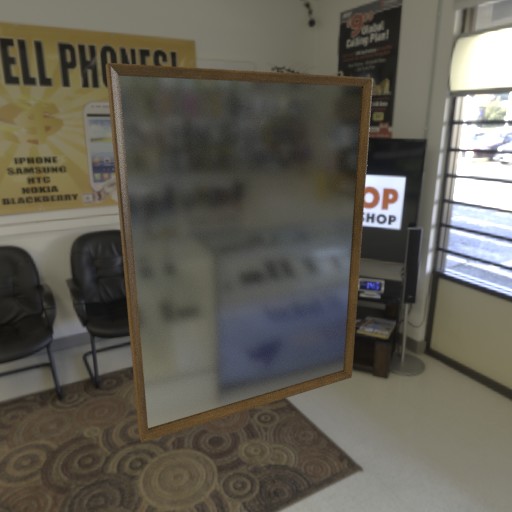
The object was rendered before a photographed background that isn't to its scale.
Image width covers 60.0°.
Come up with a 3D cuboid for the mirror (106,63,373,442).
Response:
[{"bbox_3d":[0.000,0.000,1.319,0.762,1.016,0.041,-8,19,-26],"label":"mirror"}]
